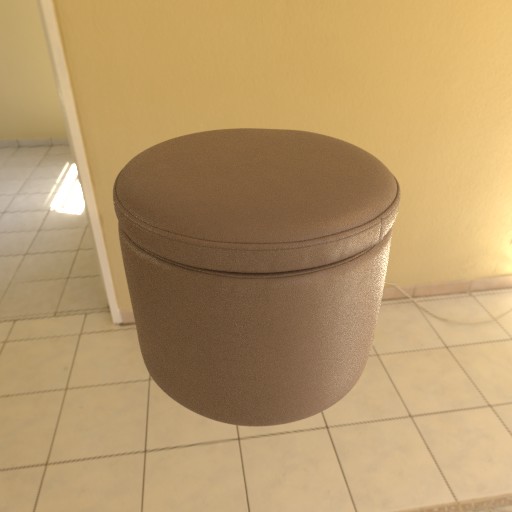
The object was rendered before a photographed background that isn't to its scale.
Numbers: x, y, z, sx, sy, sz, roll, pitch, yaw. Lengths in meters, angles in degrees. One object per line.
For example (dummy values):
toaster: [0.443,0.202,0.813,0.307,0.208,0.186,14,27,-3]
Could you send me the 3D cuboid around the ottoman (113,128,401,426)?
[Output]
ottoman: [0.000,0.000,0.878,0.500,0.409,0.500,0,32,0]
